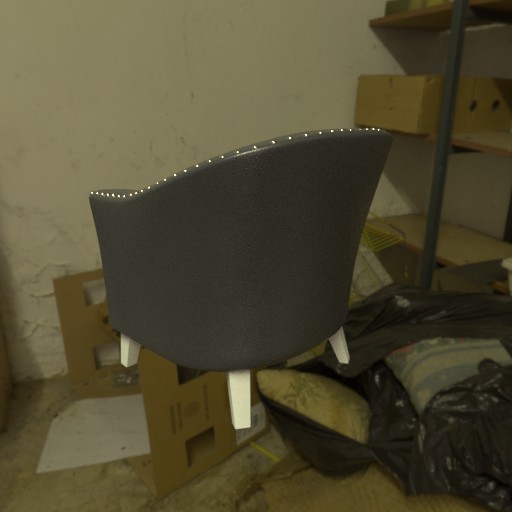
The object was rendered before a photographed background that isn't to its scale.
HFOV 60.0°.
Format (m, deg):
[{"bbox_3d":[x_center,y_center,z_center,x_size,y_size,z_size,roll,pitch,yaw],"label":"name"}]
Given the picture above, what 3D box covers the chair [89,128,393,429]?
[{"bbox_3d":[0.000,0.000,1.461,0.794,0.823,0.748,-17,24,-42],"label":"chair"}]
